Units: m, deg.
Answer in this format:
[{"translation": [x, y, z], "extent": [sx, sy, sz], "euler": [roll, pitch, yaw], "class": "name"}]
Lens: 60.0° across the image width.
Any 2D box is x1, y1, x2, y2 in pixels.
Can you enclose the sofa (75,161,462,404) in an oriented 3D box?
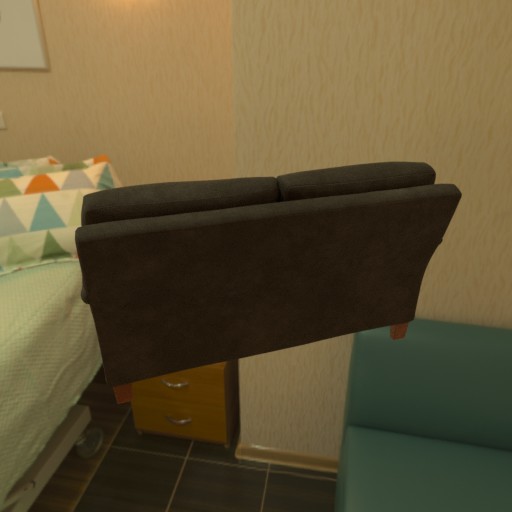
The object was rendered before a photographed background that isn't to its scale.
[{"translation": [0.000, 0.000, 2.539], "extent": [1.853, 1.101, 1.084], "euler": [-9, 27, -17], "class": "sofa"}]
